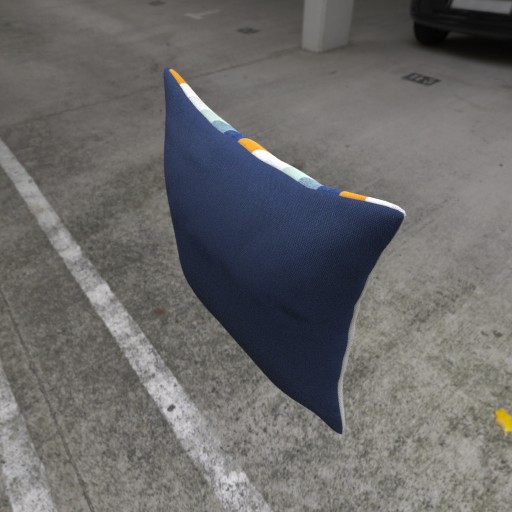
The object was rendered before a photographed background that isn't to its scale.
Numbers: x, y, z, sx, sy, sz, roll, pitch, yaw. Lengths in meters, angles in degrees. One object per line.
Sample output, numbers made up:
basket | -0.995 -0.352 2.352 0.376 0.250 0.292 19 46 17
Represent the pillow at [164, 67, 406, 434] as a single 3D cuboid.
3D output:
pillow | 0.000 0.000 0.703 0.173 0.454 0.463 -27 49 -26
